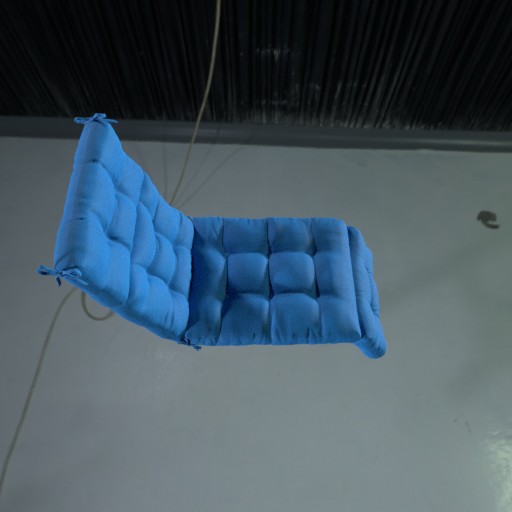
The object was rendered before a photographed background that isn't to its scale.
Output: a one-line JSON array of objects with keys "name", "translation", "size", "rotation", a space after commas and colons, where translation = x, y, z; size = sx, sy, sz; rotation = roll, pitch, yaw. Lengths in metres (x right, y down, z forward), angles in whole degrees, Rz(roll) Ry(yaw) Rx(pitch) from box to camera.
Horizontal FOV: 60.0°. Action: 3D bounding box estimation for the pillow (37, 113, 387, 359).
[{"name": "pillow", "translation": [0.000, 0.000, 1.491], "size": [1.016, 0.863, 0.526], "rotation": [-1, 62, 0]}]
